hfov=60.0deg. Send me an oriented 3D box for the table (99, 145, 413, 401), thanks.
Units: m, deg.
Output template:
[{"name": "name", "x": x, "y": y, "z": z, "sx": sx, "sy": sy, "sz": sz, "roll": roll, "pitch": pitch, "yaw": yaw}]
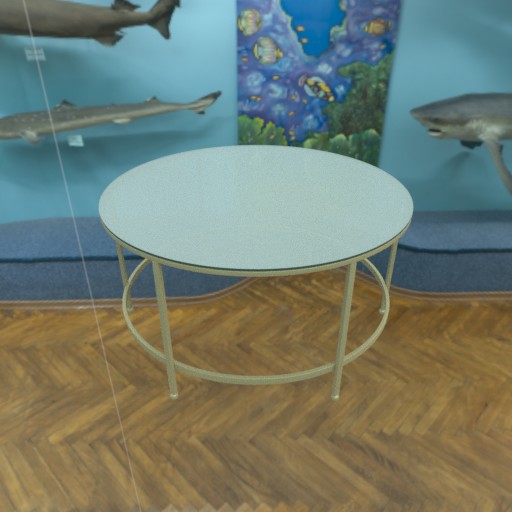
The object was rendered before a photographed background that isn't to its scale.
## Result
[{"name": "table", "x": 0.000, "y": 0.000, "z": 1.457, "sx": 0.914, "sy": 0.470, "sz": 0.914, "roll": 0, "pitch": 30, "yaw": 0}]
